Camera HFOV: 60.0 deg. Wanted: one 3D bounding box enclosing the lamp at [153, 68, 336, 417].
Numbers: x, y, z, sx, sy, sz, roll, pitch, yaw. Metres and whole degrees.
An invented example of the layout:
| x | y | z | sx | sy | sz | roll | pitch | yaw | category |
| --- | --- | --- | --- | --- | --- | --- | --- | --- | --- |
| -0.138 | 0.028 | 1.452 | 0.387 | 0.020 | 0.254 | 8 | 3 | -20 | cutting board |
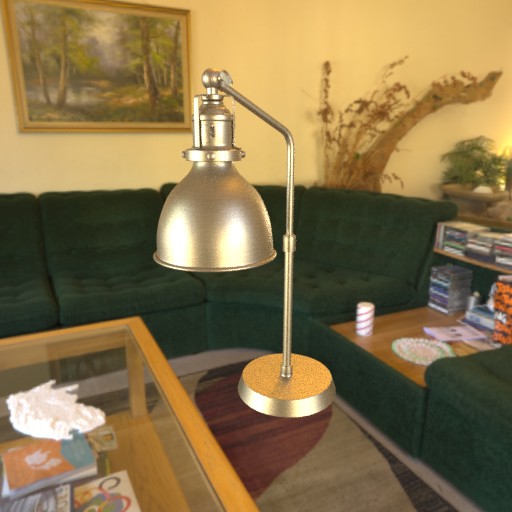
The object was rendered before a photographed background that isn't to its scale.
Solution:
| x | y | z | sx | sy | sz | roll | pitch | yaw | category |
| --- | --- | --- | --- | --- | --- | --- | --- | --- | --- |
| 0.000 | 0.000 | 0.595 | 0.286 | 0.456 | 0.153 | -14 | 21 | -42 | lamp |
